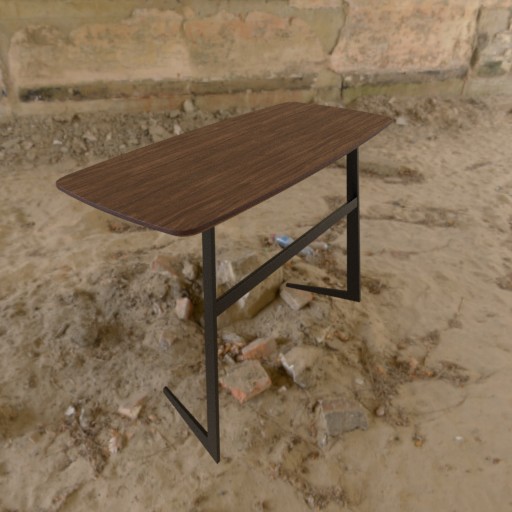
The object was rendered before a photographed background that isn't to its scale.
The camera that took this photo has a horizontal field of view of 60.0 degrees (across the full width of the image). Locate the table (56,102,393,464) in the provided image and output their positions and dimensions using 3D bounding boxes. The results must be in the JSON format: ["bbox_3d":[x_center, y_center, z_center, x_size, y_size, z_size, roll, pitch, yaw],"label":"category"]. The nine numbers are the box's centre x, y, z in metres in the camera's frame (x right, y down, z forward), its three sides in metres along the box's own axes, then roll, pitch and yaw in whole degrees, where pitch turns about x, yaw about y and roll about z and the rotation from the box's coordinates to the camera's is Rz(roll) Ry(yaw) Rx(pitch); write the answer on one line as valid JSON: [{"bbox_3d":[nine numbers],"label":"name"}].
[{"bbox_3d":[0.000,0.000,1.115,0.361,0.576,0.804,21,37,30],"label":"table"}]
